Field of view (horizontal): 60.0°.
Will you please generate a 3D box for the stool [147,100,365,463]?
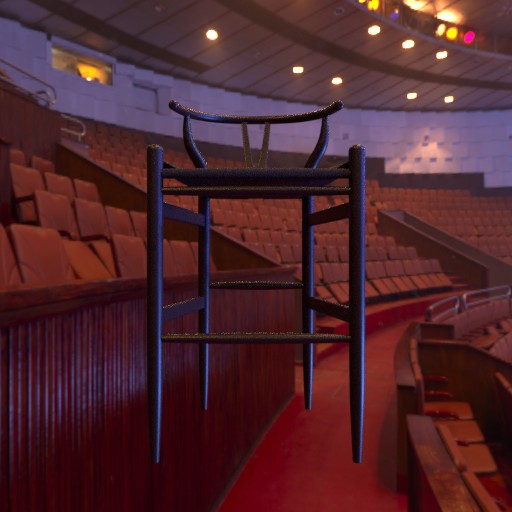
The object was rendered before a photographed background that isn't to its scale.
[{"bbox_3d":[0.000,0.000,1.423,0.569,1.072,0.579,0,0,0],"label":"stool"}]
